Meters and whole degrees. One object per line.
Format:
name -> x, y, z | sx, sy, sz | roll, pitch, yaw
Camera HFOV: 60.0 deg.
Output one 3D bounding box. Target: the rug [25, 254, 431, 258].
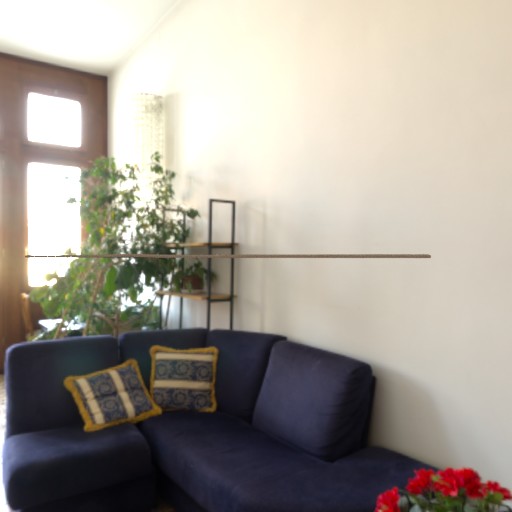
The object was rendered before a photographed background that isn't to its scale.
rug -> 0.000, 0.000, 0.902 | 0.639, 0.006, 0.548 | 0, 0, 19
